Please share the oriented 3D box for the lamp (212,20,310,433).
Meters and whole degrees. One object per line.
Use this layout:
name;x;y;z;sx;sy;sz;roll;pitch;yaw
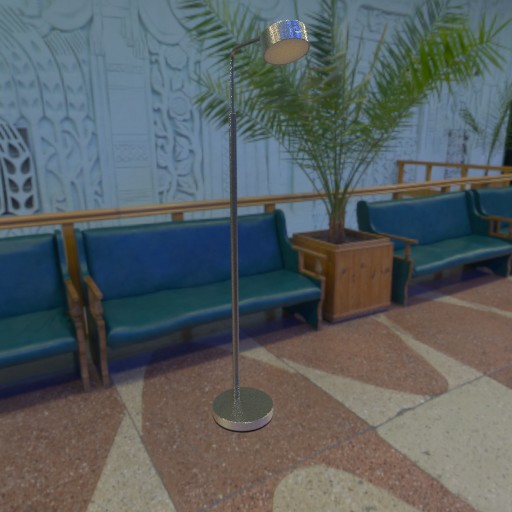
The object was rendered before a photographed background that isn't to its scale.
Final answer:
lamp;0.000;0.000;1.378;0.222;1.250;0.421;-8;18;-27
